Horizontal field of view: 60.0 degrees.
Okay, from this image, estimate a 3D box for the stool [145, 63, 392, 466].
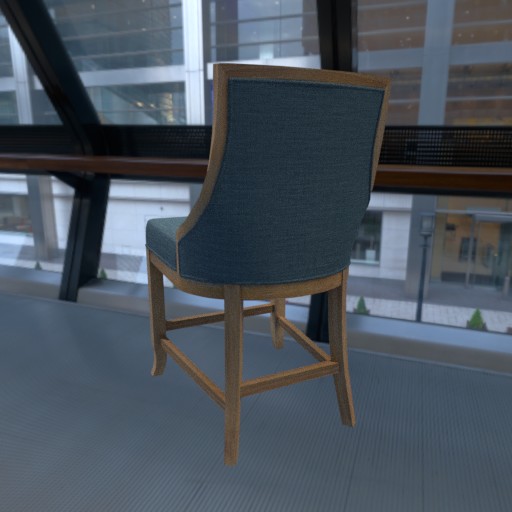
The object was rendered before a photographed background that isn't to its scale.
[{"bbox_3d":[0.000,0.000,1.298,0.524,0.938,0.626,-6,15,-25],"label":"stool"}]
